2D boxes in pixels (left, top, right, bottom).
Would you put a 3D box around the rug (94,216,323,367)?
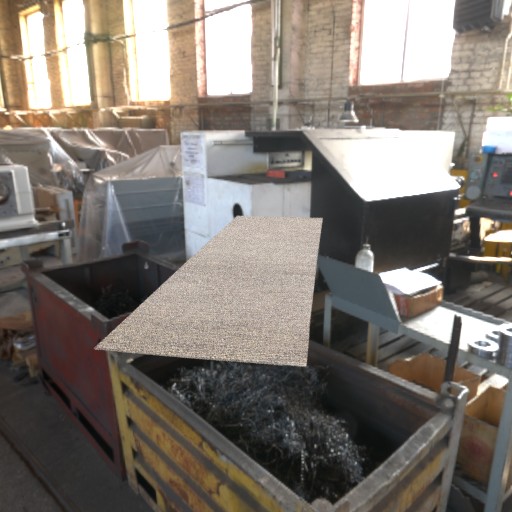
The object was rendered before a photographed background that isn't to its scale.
[{"bbox_3d":[0.000,0.000,2.502,0.697,0.013,2.335,3,16,9],"label":"rug"}]
